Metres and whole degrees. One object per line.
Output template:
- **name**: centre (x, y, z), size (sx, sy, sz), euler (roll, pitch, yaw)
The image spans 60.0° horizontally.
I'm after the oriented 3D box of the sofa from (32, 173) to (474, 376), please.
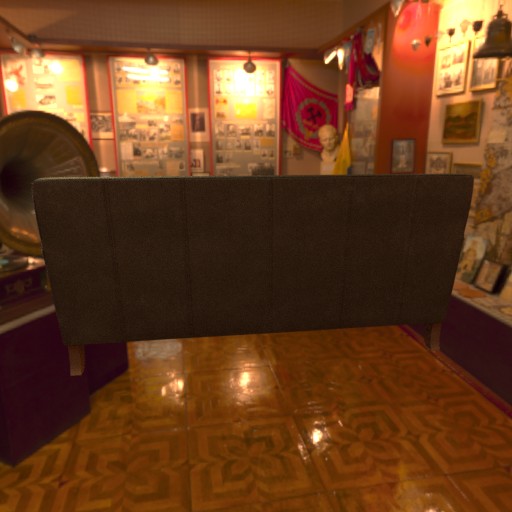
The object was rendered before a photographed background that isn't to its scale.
- **sofa**: centre (0.000, 0.000, 2.499), size (2.053, 0.947, 0.805), euler (-2, 14, -8)
